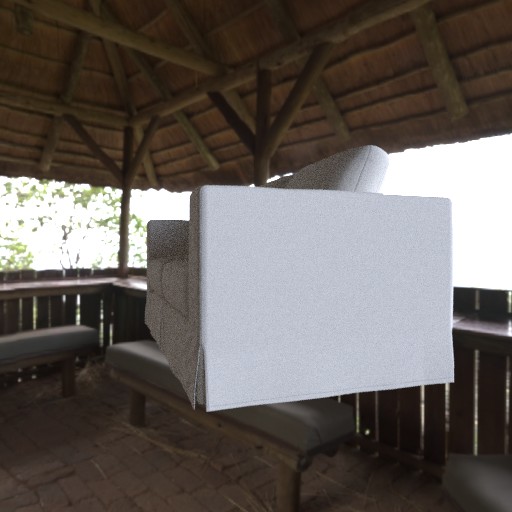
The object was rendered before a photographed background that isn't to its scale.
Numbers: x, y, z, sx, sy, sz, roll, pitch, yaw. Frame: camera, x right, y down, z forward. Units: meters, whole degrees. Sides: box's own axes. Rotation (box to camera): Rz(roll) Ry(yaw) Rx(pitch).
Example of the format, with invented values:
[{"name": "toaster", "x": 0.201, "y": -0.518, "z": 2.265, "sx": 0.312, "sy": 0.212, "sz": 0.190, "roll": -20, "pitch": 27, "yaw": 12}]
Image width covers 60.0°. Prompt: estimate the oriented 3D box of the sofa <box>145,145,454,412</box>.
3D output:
[{"name": "sofa", "x": 0.000, "y": 0.000, "z": 2.362, "sx": 1.009, "sy": 0.932, "sz": 1.813, "roll": 0, "pitch": 1, "yaw": -19}]
